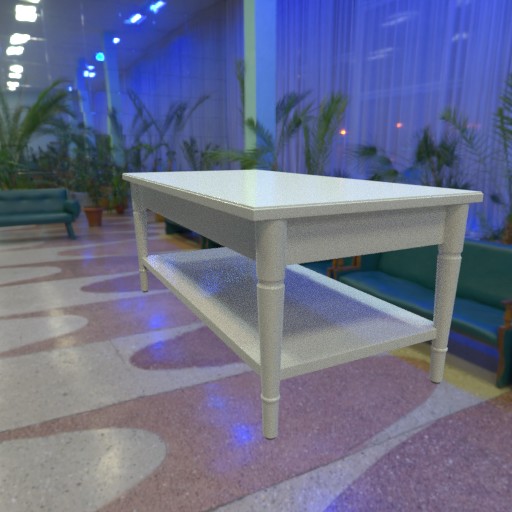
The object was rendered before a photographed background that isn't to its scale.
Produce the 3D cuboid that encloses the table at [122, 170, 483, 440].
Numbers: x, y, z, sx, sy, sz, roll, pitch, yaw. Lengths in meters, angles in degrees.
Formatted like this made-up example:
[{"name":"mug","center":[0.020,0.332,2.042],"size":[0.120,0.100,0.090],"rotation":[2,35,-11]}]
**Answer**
[{"name":"table","center":[0.000,0.000,1.349],"size":[0.559,0.457,1.067],"rotation":[-7,16,-26]}]
